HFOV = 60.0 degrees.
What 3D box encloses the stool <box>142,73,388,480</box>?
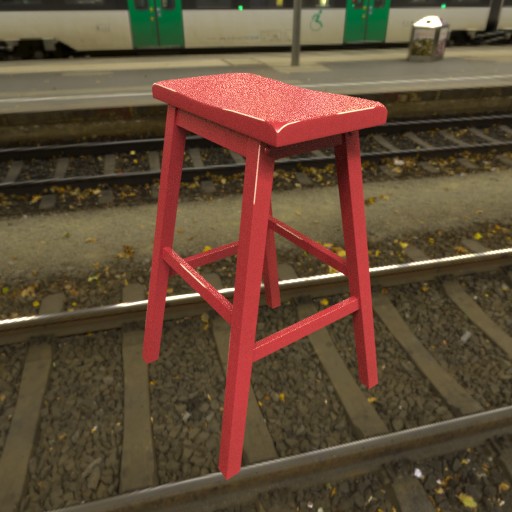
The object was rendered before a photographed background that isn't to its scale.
[{"bbox_3d":[0.000,0.000,1.040,0.476,0.737,0.457,-20,36,-30],"label":"stool"}]
